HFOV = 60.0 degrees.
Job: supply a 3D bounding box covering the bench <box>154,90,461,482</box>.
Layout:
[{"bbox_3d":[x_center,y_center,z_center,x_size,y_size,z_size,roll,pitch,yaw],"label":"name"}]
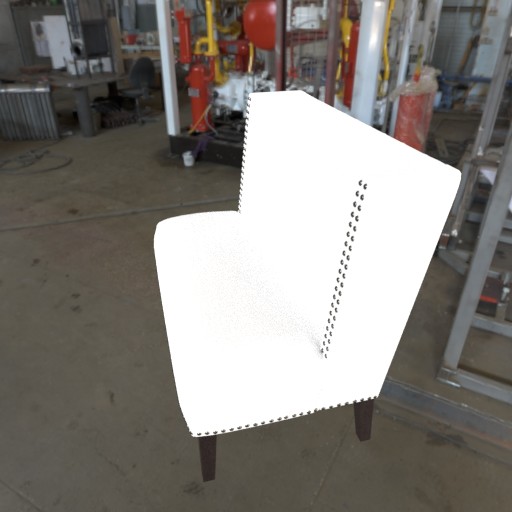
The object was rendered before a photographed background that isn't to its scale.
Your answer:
[{"bbox_3d":[0.000,0.000,1.931,0.847,1.123,1.280,-8,31,-13],"label":"bench"}]
